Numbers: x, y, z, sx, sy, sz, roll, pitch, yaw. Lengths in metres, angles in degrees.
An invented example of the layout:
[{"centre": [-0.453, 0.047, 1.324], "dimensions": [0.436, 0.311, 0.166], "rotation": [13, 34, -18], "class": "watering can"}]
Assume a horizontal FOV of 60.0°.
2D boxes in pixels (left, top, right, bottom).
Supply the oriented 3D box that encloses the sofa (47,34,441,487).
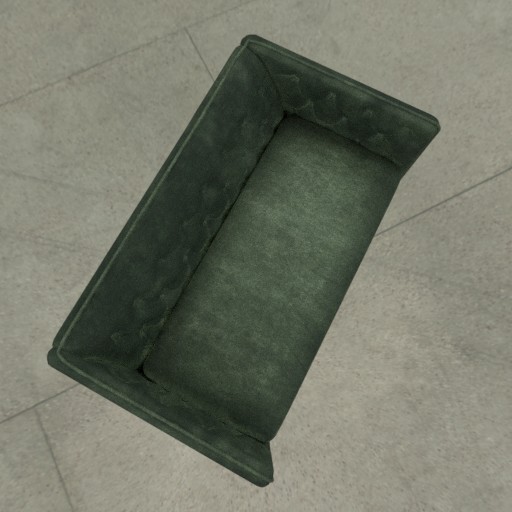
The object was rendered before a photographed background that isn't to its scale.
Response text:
[{"centre": [0.000, 0.000, 1.989], "dimensions": [0.895, 0.768, 1.537], "rotation": [27, 78, 6], "class": "sofa"}]
